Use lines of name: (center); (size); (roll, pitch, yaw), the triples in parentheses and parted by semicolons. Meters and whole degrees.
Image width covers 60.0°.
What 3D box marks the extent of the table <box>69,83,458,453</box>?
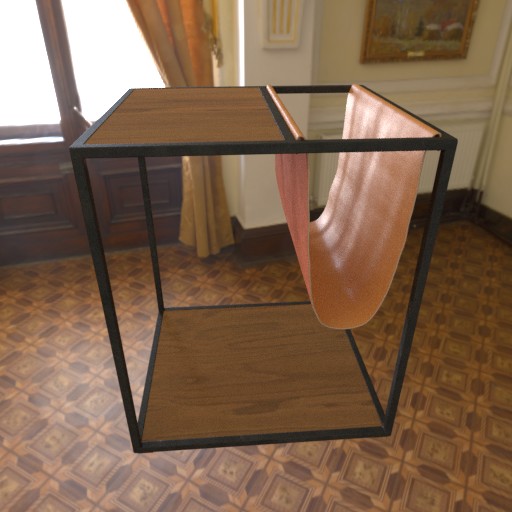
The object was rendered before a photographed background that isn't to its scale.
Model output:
table: (0.000, 0.000, 0.813); (0.450, 0.536, 0.399); (-2, 30, -4)
